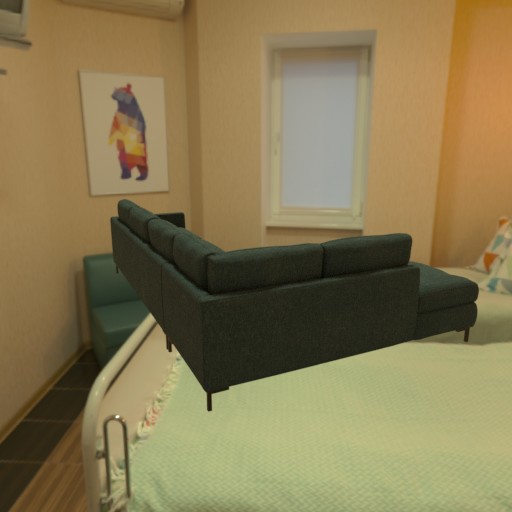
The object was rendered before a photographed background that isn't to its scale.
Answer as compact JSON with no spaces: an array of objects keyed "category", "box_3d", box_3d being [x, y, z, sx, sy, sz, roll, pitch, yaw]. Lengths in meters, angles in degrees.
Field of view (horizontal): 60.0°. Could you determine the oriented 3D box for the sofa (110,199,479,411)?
[{"category":"sofa","box_3d":[0.000,0.000,3.868,2.007,0.815,2.949,-7,16,-25]}]
